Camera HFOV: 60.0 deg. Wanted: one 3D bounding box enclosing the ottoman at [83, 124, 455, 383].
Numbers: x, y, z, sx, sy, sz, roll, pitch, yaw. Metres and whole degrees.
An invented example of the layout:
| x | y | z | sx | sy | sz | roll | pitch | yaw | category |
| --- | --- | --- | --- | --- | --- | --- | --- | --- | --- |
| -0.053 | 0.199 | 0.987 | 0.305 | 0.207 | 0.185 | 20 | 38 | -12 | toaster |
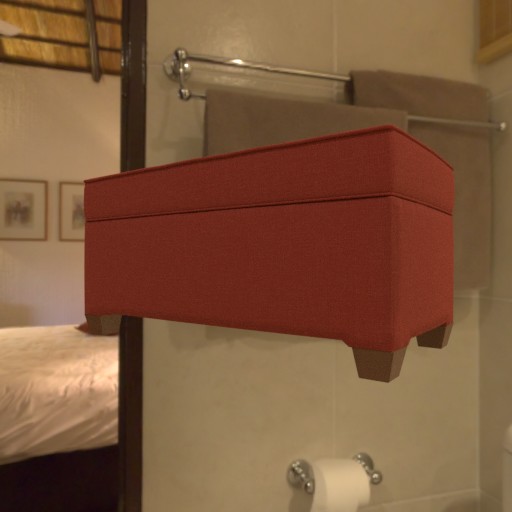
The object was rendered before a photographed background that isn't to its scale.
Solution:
| x | y | z | sx | sy | sz | roll | pitch | yaw | category |
| --- | --- | --- | --- | --- | --- | --- | --- | --- | --- |
| 0.000 | 0.000 | 1.215 | 0.948 | 0.454 | 0.497 | 0 | -1 | 36 | ottoman |
